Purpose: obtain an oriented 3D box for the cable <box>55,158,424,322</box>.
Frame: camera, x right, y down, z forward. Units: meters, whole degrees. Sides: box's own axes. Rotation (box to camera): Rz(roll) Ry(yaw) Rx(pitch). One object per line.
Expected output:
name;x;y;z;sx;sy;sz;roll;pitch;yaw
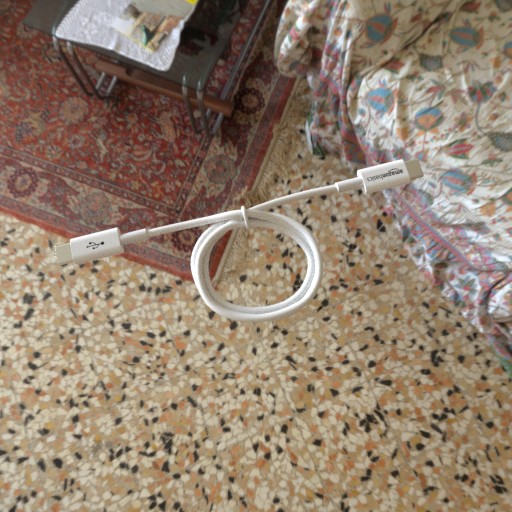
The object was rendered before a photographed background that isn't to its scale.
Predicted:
cable;0.000;0.000;0.231;0.203;0.014;0.070;-14;76;-4
